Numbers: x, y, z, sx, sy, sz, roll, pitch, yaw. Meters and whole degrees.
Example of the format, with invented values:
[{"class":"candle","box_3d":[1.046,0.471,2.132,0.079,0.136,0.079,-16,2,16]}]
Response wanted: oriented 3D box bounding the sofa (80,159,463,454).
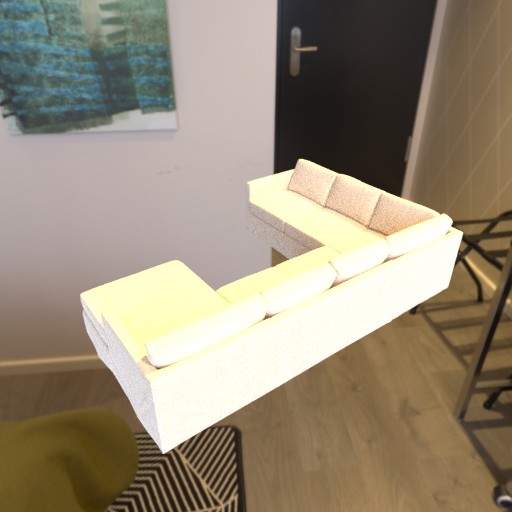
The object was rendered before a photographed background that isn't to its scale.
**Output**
[{"class":"sofa","box_3d":[0.000,0.000,4.577,3.460,0.882,2.427,-21,37,-30]}]
